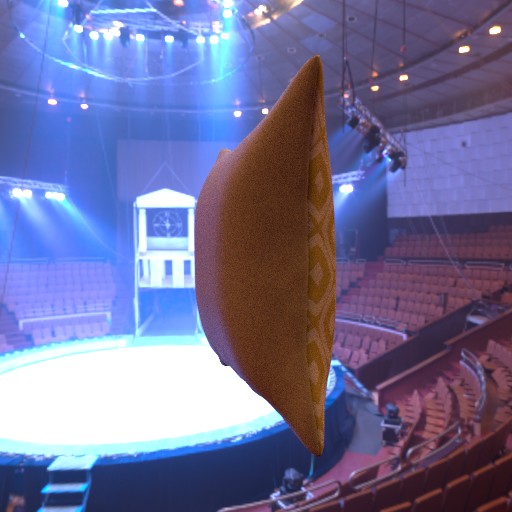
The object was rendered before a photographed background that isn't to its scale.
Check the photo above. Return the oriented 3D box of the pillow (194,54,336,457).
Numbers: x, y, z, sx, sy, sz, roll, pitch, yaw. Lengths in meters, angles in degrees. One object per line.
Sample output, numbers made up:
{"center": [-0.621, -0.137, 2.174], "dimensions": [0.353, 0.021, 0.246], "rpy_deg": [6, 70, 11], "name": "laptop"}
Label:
{"center": [0.000, 0.000, 0.779], "dimensions": [0.188, 0.494, 0.504], "rpy_deg": [0, -1, -18], "name": "pillow"}
